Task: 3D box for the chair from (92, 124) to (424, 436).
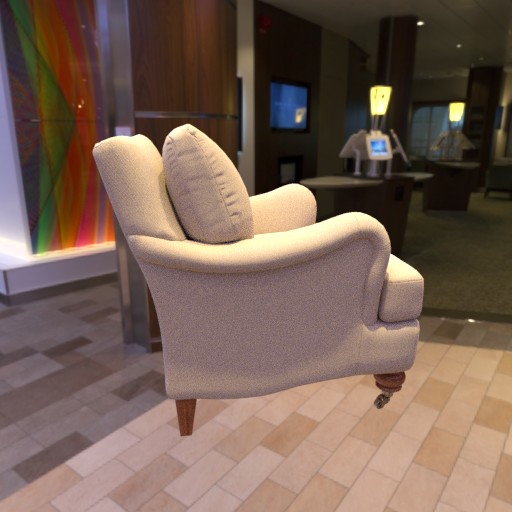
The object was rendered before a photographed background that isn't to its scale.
[{"bbox_3d":[0.000,0.000,1.839,1.070,1.038,0.955,-3,16,-9],"label":"chair"}]
